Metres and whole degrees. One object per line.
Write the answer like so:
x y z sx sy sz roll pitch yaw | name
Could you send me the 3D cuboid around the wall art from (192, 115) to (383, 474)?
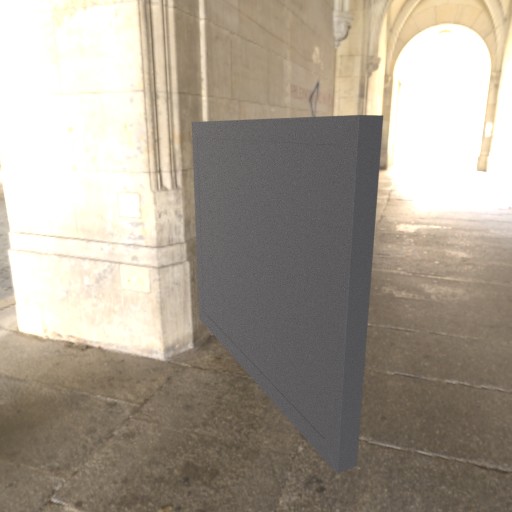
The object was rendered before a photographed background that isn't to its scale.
0.000 0.000 0.560 0.024 0.329 0.404 -8 18 -25 | wall art
